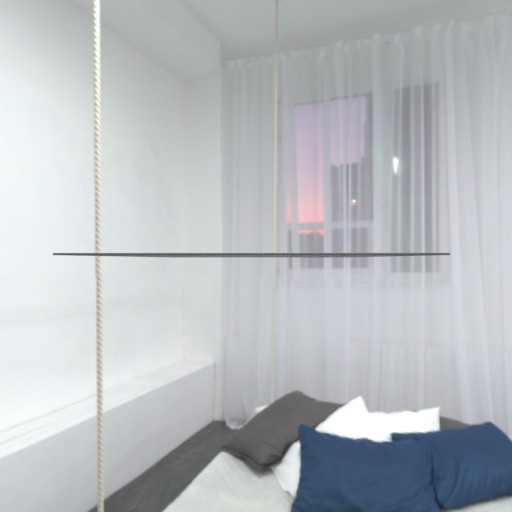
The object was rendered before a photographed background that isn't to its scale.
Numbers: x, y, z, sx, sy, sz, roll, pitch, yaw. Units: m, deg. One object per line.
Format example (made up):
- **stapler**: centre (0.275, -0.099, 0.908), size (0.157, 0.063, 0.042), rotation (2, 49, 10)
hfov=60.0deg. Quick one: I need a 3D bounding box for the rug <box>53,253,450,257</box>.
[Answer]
- **rug**: centre (0.000, 0.000, 4.300), size (2.393, 0.013, 3.307), rotation (0, 0, 1)
